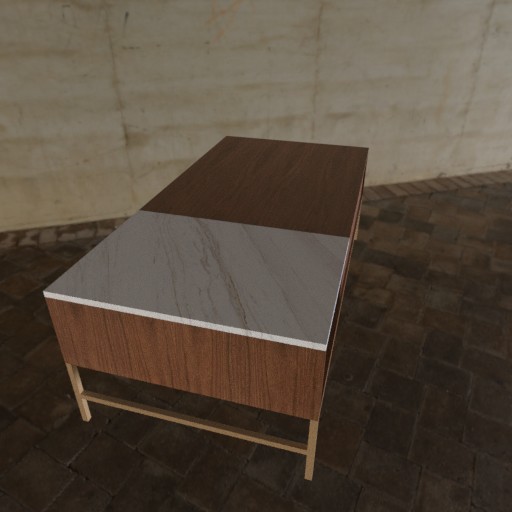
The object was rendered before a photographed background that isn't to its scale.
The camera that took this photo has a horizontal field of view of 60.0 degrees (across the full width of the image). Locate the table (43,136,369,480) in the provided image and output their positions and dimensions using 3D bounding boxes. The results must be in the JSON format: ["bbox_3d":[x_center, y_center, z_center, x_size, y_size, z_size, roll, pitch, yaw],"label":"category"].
[{"bbox_3d":[0.000,0.000,1.922,0.789,0.551,1.553,8,32,14],"label":"table"}]
